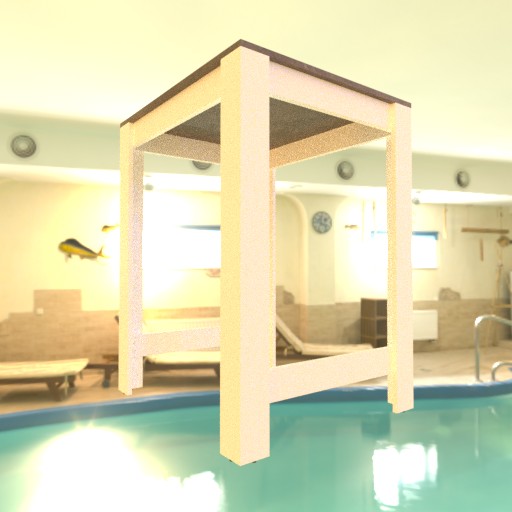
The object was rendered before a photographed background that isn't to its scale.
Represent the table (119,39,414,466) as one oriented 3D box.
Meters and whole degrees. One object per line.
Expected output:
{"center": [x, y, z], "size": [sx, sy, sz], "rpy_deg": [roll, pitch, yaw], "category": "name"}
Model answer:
{"center": [0.000, 0.000, 1.582], "size": [0.700, 1.020, 0.800], "rpy_deg": [1, -1, -37], "category": "table"}
